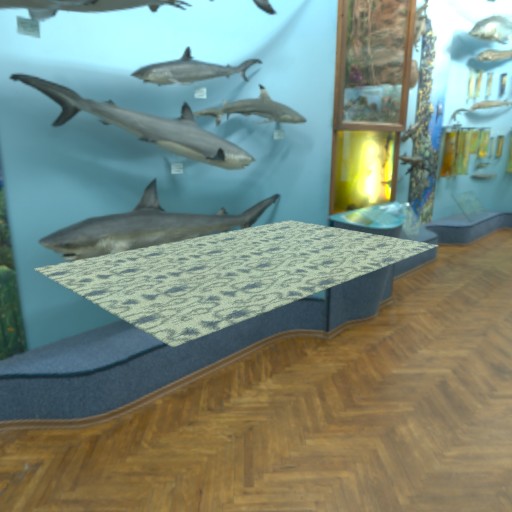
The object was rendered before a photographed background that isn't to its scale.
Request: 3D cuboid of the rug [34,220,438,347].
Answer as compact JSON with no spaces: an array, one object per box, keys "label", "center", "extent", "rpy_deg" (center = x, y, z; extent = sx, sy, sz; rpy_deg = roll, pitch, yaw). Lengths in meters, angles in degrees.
[{"label":"rug","center":[0.000,0.000,2.096],"extent":[1.652,0.006,1.035],"rpy_deg":[-14,20,-43]}]
